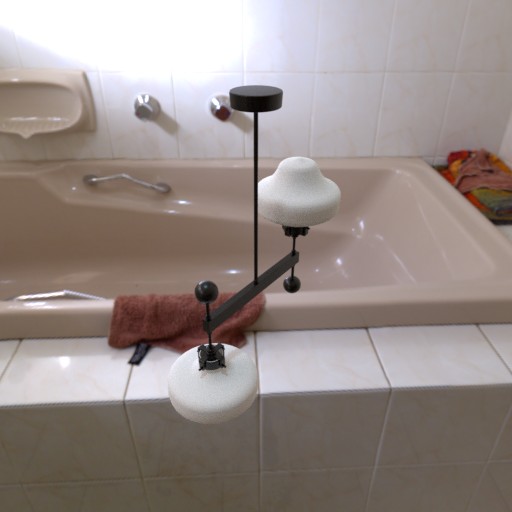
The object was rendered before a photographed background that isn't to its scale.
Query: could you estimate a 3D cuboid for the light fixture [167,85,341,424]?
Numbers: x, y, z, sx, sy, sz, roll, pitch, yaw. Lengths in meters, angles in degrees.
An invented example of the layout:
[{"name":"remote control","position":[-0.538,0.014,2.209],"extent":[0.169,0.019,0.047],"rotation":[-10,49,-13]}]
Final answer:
[{"name":"light fixture","position":[0.000,0.000,1.041],"extent":[0.422,0.743,0.489],"rotation":[0,32,0]}]
